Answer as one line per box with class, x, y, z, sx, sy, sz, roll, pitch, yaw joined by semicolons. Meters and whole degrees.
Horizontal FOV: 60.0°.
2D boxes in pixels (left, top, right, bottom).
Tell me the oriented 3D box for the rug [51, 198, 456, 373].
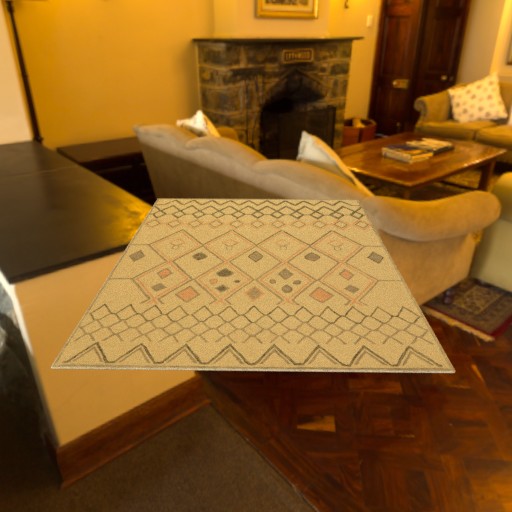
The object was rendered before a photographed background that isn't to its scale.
rug;0.000;0.000;4.025;2.441;0.016;3.050;0;27;1
